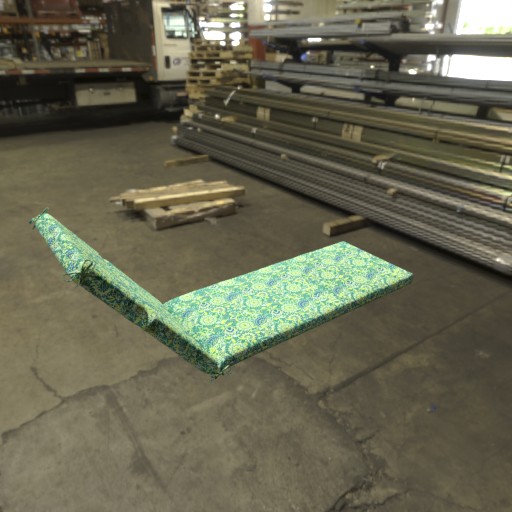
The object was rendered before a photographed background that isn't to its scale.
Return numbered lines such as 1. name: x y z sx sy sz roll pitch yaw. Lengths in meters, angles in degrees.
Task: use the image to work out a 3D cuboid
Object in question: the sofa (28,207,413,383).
1. sofa: 0.000 0.000 1.960 1.663 0.622 0.582 -18 32 -31
